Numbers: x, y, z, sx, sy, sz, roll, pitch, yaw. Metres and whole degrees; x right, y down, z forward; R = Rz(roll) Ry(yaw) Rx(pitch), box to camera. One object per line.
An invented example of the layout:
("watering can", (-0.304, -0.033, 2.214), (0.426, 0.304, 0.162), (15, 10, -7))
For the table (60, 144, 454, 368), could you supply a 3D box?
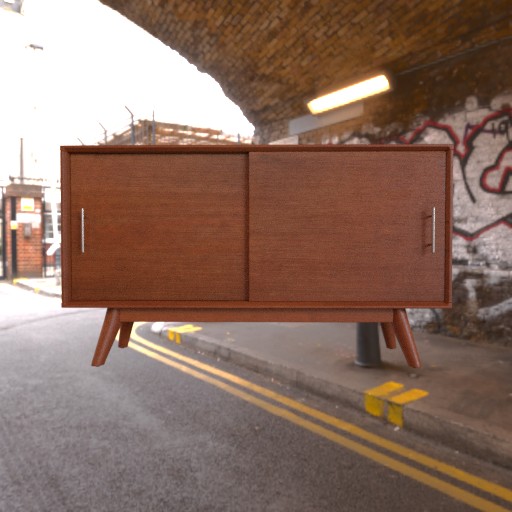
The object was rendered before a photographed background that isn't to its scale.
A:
("table", (0.000, 0.000, 1.513), (1.220, 0.698, 0.308), (0, 1, 1))
